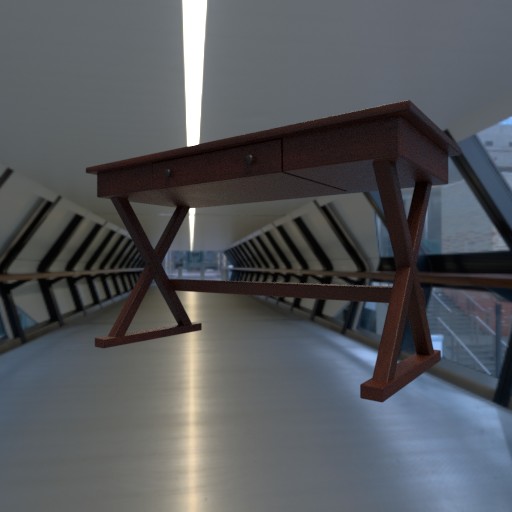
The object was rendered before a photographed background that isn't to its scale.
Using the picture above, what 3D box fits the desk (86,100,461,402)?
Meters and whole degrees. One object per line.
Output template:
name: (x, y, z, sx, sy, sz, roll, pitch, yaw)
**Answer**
desk: (0.000, 0.000, 1.735, 1.372, 0.761, 0.600, 0, -1, 36)
